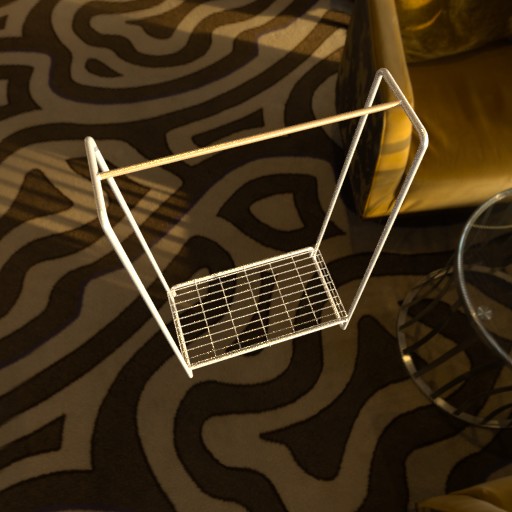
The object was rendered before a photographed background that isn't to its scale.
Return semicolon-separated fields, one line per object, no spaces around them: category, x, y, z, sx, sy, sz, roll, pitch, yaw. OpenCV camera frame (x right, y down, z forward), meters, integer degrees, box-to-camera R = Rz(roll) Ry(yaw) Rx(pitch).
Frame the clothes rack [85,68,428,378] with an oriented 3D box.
clothes rack;0.000;0.000;1.875;0.900;1.500;0.495;-16;65;-8
